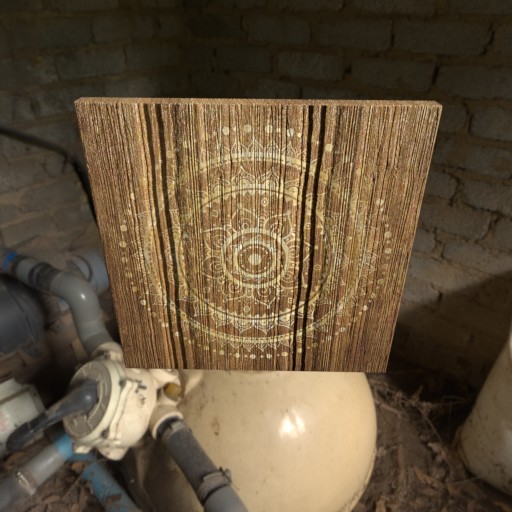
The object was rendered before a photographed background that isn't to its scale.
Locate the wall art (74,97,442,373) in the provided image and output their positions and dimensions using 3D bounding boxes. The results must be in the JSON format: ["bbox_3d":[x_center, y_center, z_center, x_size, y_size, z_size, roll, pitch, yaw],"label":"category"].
[{"bbox_3d":[0.000,0.000,0.897,0.611,0.608,0.042,0,30,1],"label":"wall art"}]
